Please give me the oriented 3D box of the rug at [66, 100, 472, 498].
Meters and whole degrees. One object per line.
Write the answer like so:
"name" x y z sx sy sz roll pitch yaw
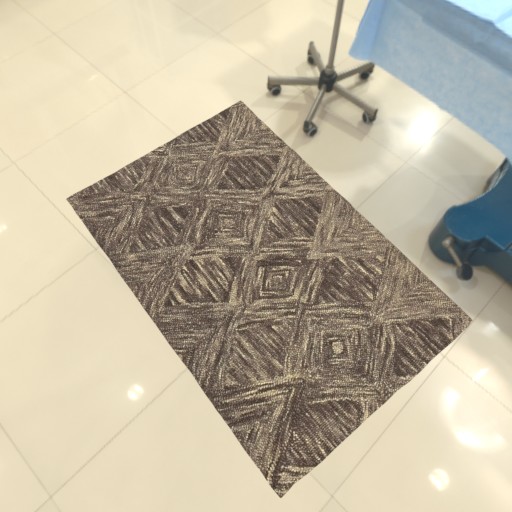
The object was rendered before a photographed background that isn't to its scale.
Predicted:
"rug" 0.000 0.000 2.237 1.186 0.012 1.814 -35 68 -16
